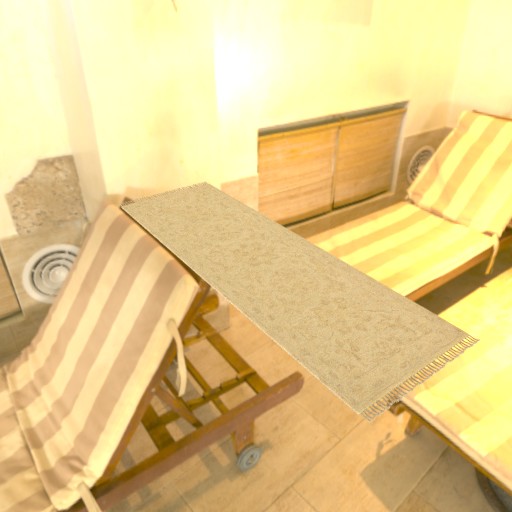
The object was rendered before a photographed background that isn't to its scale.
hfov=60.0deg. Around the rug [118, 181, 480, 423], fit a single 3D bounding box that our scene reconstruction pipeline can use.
[{"bbox_3d":[0.000,0.000,2.800,0.795,0.015,2.544,-21,37,-31],"label":"rug"}]
